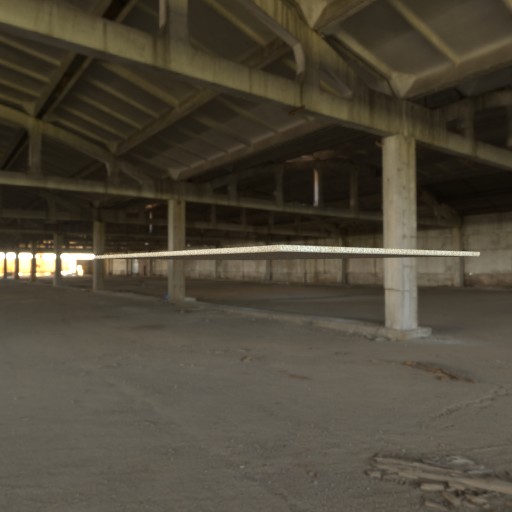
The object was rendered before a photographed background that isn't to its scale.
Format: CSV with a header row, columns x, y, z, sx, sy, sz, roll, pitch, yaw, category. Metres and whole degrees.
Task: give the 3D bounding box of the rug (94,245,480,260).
x,y,z,sx,sy,sz,roll,pitch,yaw,category
0.000,0.000,3.071,1.500,0.025,2.346,1,-2,-36,rug
